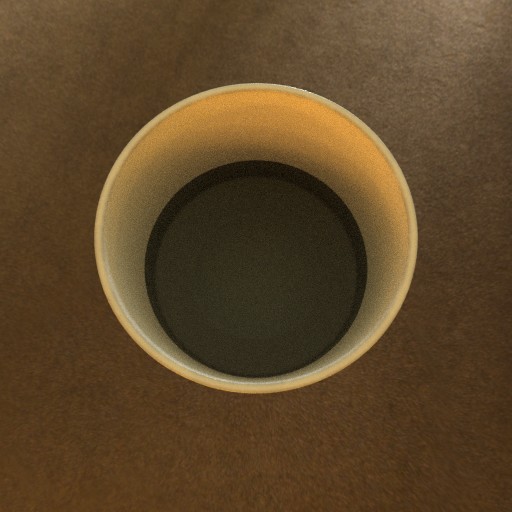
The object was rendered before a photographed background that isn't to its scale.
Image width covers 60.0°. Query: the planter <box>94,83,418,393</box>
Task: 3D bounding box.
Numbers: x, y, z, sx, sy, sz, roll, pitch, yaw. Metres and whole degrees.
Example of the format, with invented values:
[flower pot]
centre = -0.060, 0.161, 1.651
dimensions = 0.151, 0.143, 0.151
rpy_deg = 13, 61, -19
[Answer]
[planter]
centre = 0.000, 0.000, 0.227
dimensions = 0.128, 0.105, 0.128
rpy_deg = 0, 76, 0
